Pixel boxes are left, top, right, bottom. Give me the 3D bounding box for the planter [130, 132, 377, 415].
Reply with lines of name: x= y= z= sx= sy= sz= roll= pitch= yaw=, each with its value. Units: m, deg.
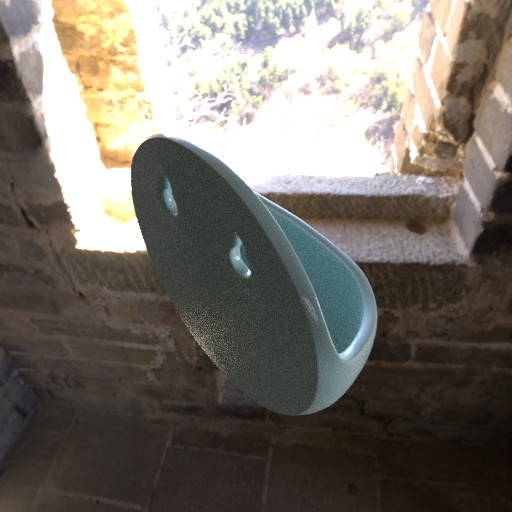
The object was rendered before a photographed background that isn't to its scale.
planter: x=0.000 y=0.000 z=0.269 sx=0.073 sy=0.164 sz=0.189 roll=-28 pitch=49 yaw=-28
